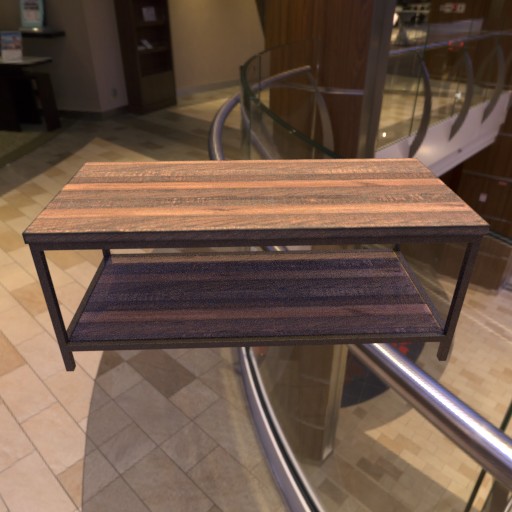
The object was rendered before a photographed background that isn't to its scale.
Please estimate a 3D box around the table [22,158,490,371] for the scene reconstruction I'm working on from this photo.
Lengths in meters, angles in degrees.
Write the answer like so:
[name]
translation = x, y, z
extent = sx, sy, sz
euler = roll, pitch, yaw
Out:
[table]
translation = 0.000, 0.000, 1.231
extent = 0.990, 0.399, 0.452
euler = -1, 31, -2
